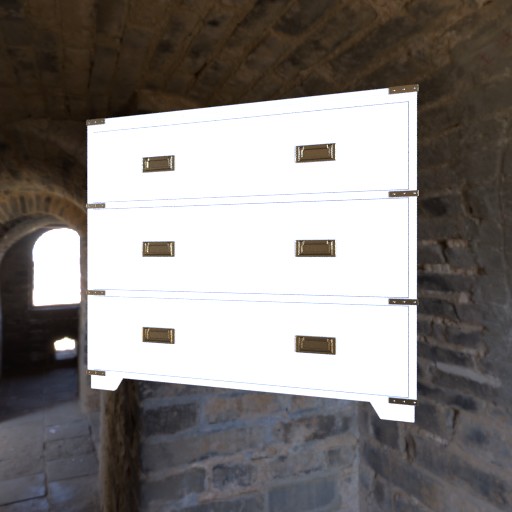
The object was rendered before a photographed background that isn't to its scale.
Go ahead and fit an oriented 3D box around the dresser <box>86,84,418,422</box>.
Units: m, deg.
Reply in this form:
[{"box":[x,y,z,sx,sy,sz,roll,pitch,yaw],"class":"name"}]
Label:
[{"box":[0.000,0.000,1.517,1.022,0.891,0.460,0,0,17],"class":"dresser"}]
